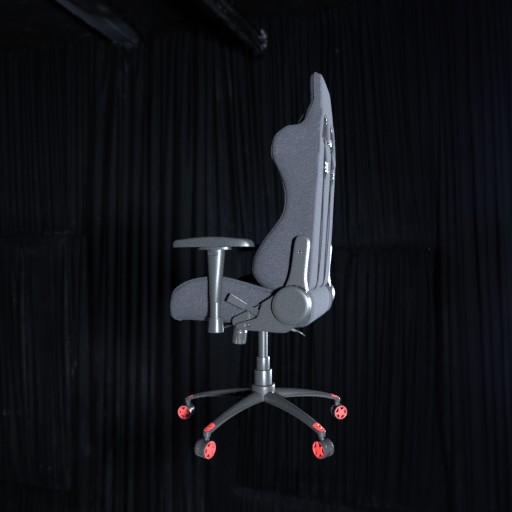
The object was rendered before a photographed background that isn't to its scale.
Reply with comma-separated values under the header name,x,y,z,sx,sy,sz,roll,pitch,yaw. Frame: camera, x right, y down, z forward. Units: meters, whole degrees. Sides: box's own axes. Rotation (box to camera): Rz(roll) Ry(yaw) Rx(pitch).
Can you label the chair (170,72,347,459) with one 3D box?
name,x,y,z,sx,sy,sz,roll,pitch,yaw
chair,0.000,0.000,1.737,0.658,1.326,0.695,0,-1,18
